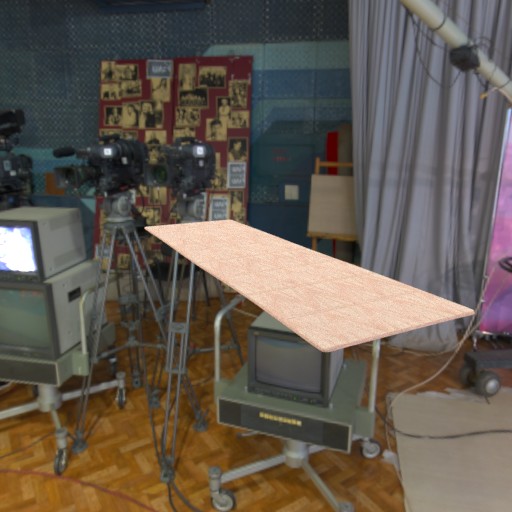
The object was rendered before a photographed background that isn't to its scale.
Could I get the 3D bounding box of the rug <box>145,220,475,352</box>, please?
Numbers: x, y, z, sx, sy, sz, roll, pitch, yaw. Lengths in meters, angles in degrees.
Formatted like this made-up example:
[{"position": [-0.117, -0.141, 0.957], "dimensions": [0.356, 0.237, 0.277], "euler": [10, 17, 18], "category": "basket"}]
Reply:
[{"position": [0.000, 0.000, 2.666], "dimensions": [0.760, 0.015, 2.435], "euler": [-7, 16, -26], "category": "rug"}]
